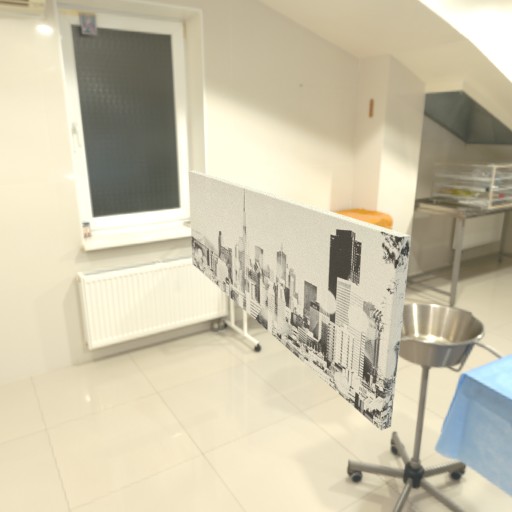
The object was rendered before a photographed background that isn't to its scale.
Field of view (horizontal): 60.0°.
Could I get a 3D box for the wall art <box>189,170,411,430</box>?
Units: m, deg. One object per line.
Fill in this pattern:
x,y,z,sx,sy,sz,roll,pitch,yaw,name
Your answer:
0.000,0.000,1.714,0.039,0.507,1.520,-8,19,-25,wall art
